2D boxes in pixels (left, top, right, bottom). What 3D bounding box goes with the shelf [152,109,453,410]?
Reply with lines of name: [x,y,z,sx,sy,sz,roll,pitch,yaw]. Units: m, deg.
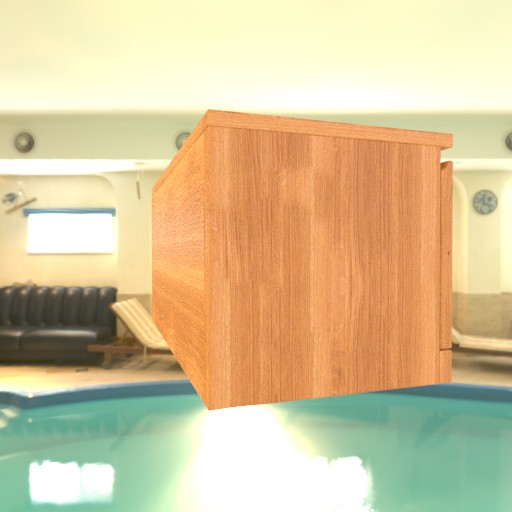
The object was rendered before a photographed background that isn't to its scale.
shelf: [0.000,0.000,1.028,0.400,0.400,0.800,0,1,-18]
